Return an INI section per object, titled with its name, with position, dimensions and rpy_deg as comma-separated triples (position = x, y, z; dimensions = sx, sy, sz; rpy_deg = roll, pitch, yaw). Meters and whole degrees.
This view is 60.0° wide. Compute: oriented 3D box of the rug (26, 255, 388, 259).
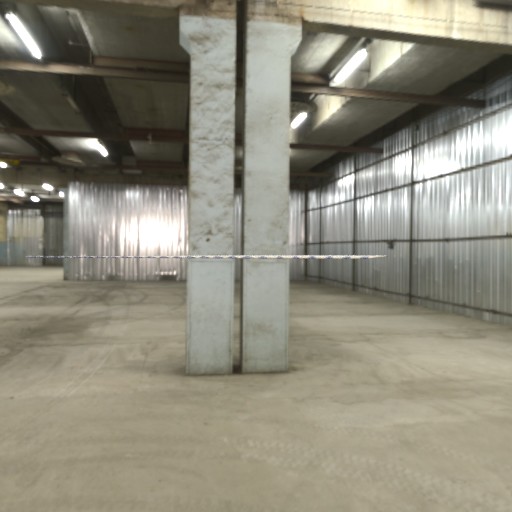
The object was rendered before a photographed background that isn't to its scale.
[rug]
position = 0.000, 0.000, 4.491
dimensions = 2.471, 0.016, 3.416
rpy_deg = 0, 0, 18
